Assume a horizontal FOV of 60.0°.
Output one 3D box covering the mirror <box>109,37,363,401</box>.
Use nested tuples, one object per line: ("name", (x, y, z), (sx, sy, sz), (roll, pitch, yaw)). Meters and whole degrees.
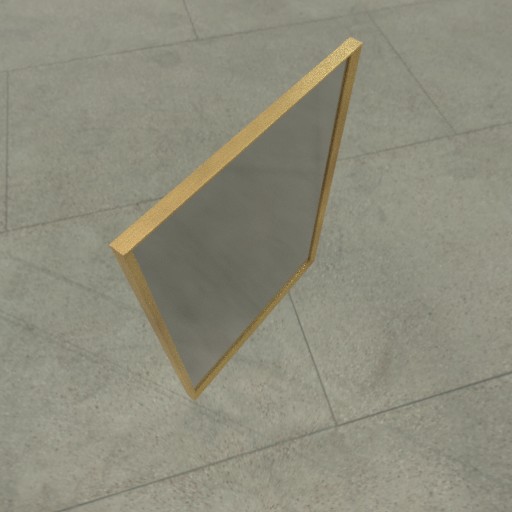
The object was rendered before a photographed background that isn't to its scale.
("mirror", (0.000, 0.000, 1.339), (0.041, 1.016, 0.762), (34, 65, 19))
